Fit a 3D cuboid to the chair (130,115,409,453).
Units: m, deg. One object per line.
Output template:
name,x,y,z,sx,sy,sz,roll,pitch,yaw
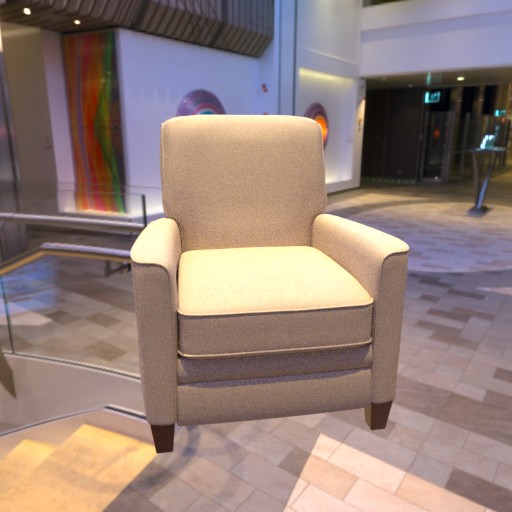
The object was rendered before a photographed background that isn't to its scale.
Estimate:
chair,0.000,0.000,1.641,0.841,1.023,0.858,-3,16,-9
